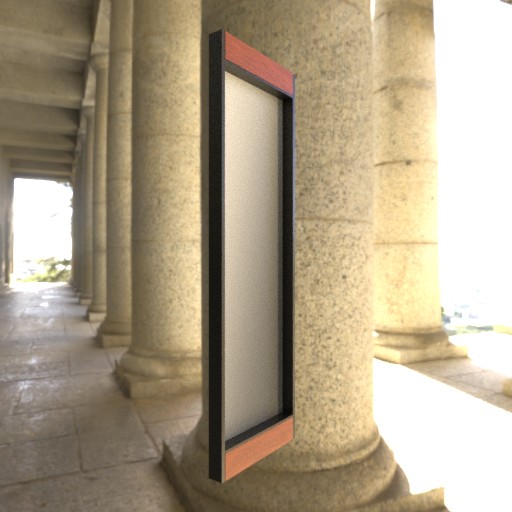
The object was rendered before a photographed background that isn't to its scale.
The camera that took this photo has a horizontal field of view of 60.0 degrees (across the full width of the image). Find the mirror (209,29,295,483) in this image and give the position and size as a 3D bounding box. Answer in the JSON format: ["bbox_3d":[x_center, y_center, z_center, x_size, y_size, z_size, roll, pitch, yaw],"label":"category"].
[{"bbox_3d":[0.000,0.000,1.245,0.047,1.123,0.343,0,0,37],"label":"mirror"}]
